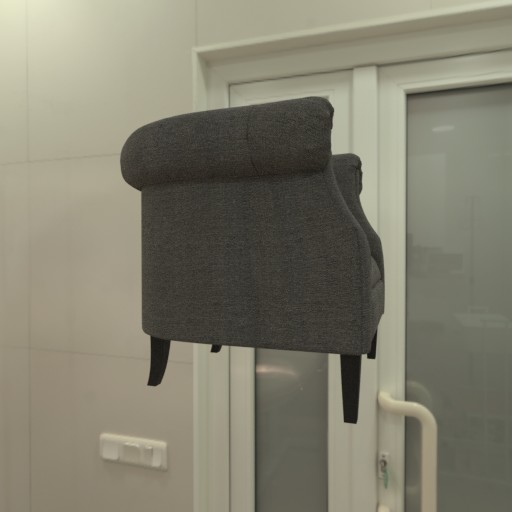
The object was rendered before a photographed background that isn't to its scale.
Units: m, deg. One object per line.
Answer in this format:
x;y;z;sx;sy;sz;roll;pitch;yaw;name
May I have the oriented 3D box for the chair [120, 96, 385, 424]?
0.000;0.000;1.568;0.852;0.827;0.905;0;1;19;chair
